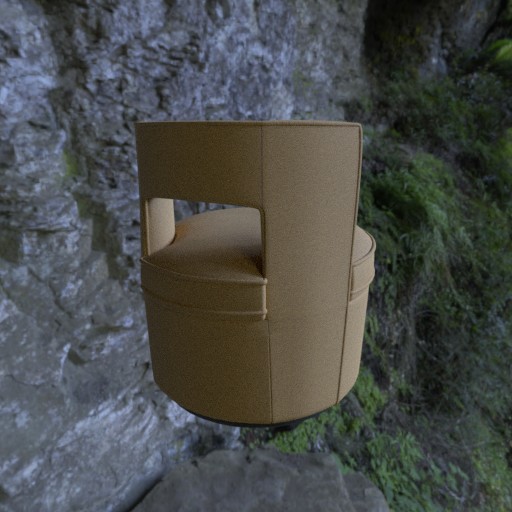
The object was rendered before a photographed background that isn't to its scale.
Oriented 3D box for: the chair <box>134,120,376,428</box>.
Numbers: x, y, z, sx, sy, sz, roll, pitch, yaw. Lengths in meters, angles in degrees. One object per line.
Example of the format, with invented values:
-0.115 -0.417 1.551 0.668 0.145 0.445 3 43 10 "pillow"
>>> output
0.000 0.000 1.249 0.650 0.723 0.665 9 18 28 "chair"
